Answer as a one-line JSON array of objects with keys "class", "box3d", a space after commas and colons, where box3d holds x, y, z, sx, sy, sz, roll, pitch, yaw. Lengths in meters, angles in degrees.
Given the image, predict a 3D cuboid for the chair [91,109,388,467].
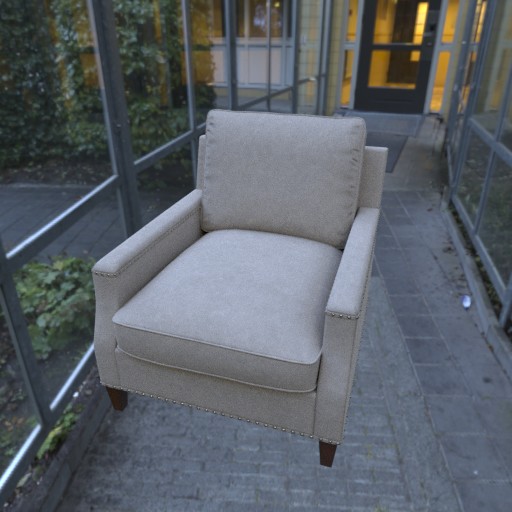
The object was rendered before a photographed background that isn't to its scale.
[{"class": "chair", "box3d": [0.000, 0.000, 1.691, 0.853, 0.943, 1.014, 8, 28, 16]}]
